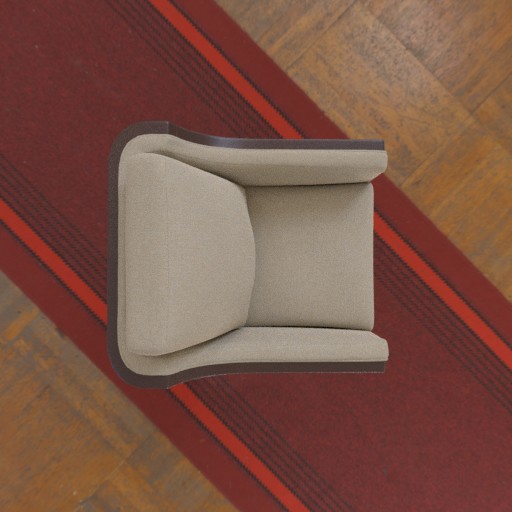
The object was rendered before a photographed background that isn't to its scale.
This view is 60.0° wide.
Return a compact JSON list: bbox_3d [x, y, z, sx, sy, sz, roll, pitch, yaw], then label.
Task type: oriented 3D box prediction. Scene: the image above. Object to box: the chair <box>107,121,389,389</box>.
[{"bbox_3d":[0.000,0.000,1.700,0.950,0.930,0.870,0,89,-1],"label":"chair"}]
